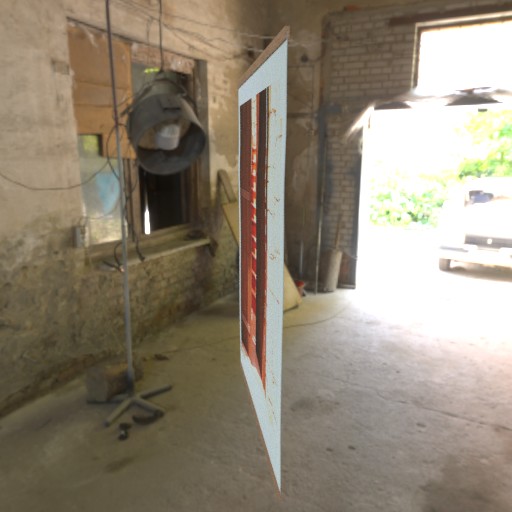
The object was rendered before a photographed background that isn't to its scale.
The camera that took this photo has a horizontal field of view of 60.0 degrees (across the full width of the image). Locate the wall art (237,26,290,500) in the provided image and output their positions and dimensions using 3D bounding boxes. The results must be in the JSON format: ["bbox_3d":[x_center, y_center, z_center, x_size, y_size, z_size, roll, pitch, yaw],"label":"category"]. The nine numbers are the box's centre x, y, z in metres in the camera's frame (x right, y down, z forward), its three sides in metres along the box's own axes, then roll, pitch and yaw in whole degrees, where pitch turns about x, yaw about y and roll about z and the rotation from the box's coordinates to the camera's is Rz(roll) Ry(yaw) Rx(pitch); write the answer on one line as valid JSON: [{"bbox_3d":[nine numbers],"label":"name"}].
[{"bbox_3d":[0.000,0.000,1.869,0.019,1.527,1.019,-2,14,-9],"label":"wall art"}]
